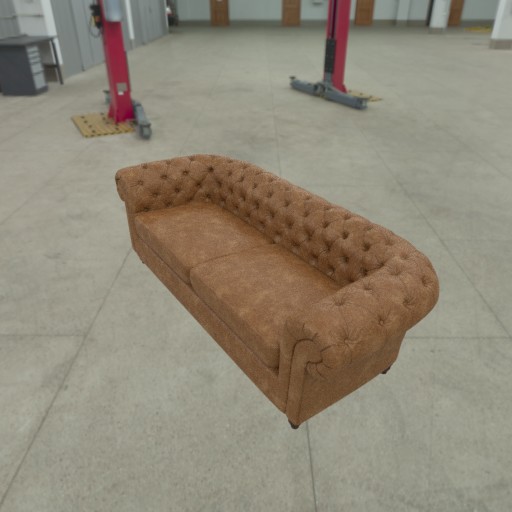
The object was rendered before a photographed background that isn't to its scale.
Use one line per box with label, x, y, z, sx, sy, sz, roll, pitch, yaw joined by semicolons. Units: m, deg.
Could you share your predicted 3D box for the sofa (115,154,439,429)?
sofa;0.000;0.000;2.848;0.989;0.760;2.365;-19;36;-29
